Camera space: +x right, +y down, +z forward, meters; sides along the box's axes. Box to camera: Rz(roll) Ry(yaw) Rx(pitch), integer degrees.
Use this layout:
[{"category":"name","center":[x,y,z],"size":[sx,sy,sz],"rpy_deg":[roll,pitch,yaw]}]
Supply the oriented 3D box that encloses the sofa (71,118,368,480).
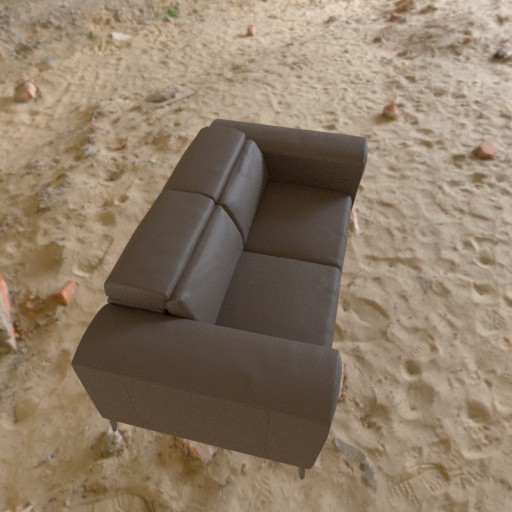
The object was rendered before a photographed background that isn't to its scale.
[{"category":"sofa","center":[0.000,0.000,2.369],"size":[1.003,0.779,1.895],"rpy_deg":[10,47,9]}]
